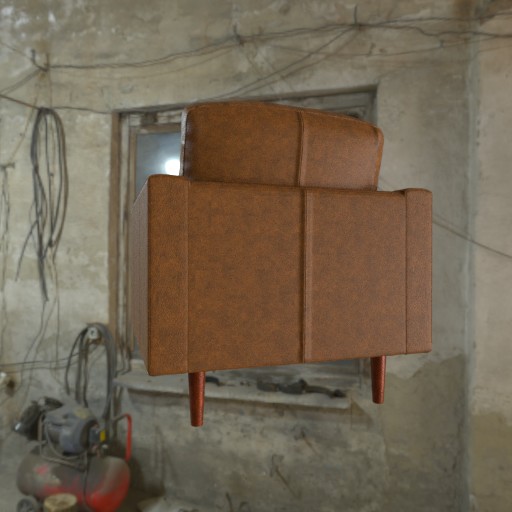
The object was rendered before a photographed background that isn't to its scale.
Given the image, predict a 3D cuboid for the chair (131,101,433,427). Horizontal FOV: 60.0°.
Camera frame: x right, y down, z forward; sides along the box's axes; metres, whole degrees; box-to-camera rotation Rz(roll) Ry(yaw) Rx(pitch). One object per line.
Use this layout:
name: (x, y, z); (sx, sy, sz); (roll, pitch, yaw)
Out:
chair: (0.000, 0.000, 1.701); (0.890, 0.956, 0.909); (0, 0, -18)
